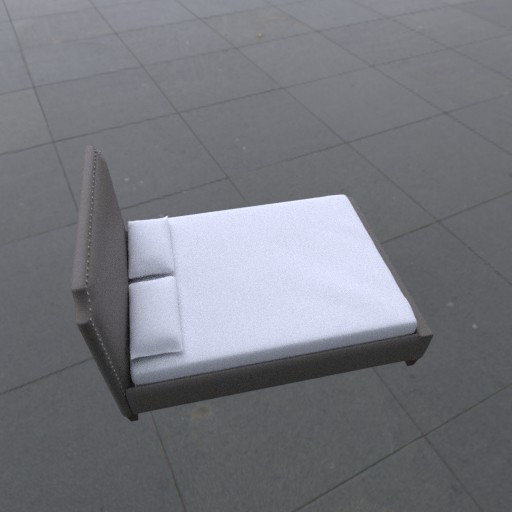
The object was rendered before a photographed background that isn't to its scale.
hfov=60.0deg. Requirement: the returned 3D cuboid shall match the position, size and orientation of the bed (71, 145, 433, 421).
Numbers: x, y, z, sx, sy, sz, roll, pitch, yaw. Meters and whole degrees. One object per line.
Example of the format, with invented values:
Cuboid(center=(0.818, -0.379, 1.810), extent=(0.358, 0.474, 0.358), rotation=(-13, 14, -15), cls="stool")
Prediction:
Cuboid(center=(0.000, 0.000, 3.516), extent=(2.372, 1.443, 1.712), rotation=(-9, 47, -8), cls="bed")
